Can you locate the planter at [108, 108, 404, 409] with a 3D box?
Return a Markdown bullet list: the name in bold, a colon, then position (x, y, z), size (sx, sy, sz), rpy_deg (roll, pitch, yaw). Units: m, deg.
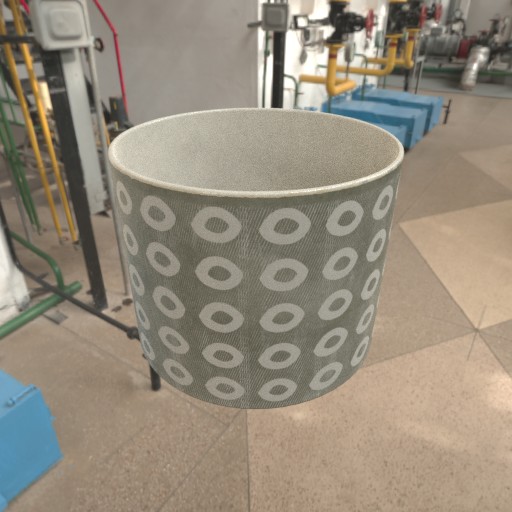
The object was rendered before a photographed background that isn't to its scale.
- **planter**: position (0.000, 0.000, 0.341), size (0.190, 0.181, 0.190), rpy_deg (0, 30, 0)
